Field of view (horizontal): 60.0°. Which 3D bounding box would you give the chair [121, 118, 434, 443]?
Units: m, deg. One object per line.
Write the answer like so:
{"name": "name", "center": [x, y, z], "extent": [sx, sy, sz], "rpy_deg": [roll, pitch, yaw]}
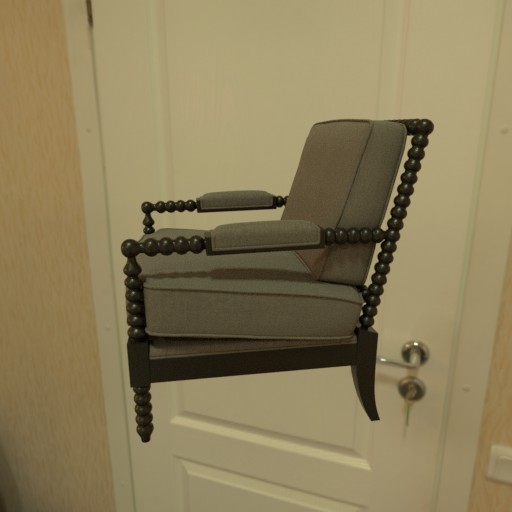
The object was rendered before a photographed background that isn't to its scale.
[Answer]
{"name": "chair", "center": [0.000, 0.000, 1.117], "extent": [0.622, 0.661, 0.540], "rpy_deg": [-3, 16, -9]}
